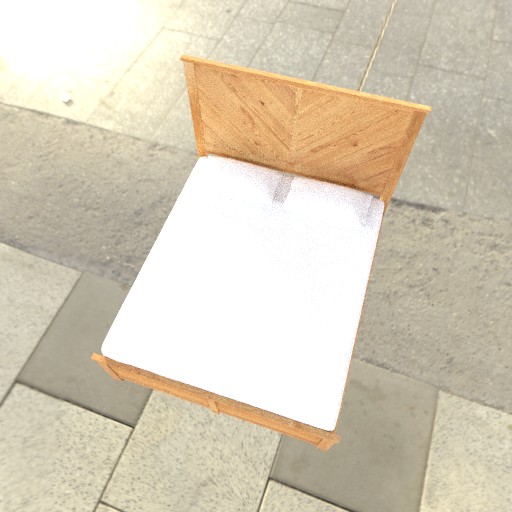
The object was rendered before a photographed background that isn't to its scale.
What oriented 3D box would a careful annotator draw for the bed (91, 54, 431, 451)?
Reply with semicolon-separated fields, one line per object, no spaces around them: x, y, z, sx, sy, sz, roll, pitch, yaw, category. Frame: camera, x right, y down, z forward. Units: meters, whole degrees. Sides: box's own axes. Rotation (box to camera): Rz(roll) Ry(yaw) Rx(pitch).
0.000;0.000;3.529;1.936;1.686;2.201;16;61;9;bed
